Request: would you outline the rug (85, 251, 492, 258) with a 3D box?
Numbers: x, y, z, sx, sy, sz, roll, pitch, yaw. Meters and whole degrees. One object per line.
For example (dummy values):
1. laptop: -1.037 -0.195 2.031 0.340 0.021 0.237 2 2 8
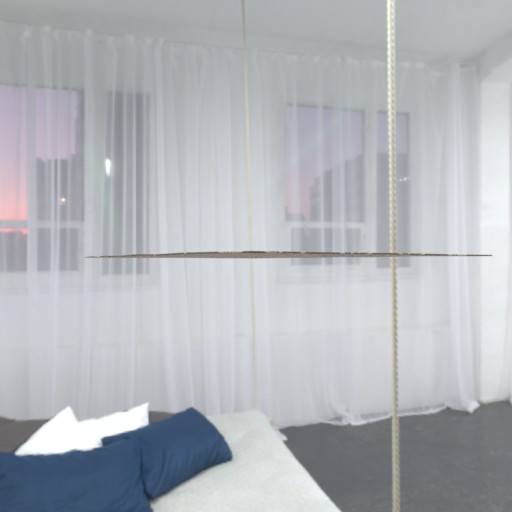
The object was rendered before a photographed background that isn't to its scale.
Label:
1. rug: 0.000 0.000 4.402 2.441 0.020 3.419 0 -1 -35
